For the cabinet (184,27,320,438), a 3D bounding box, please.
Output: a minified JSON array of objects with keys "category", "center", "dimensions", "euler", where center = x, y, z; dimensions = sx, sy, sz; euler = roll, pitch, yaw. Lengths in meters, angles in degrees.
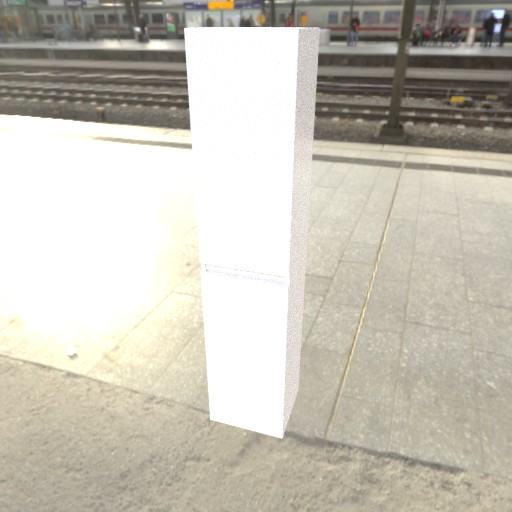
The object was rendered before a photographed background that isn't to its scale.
[{"category":"cabinet","center":[0.000,0.000,1.529],"dimensions":[0.300,1.400,0.269],"euler":[9,29,16]}]
